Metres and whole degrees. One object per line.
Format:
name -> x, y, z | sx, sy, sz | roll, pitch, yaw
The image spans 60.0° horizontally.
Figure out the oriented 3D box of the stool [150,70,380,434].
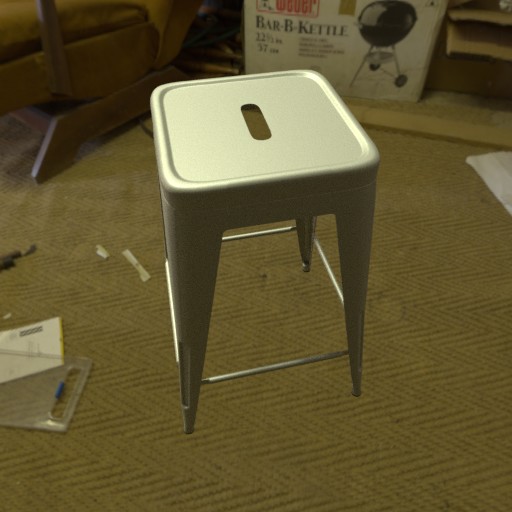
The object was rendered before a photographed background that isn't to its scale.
stool -> 0.000, 0.000, 0.893 | 0.406, 0.610, 0.406 | -9, 48, -9
